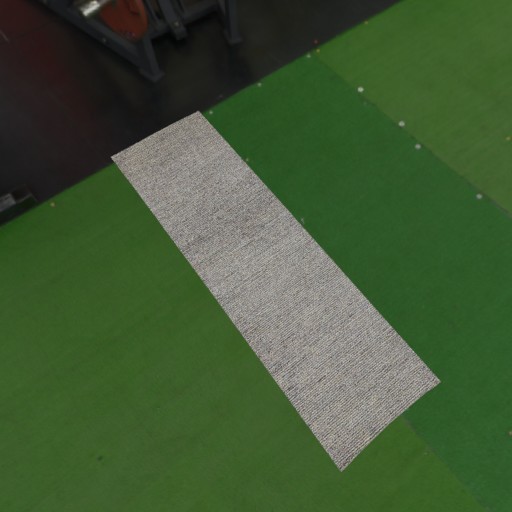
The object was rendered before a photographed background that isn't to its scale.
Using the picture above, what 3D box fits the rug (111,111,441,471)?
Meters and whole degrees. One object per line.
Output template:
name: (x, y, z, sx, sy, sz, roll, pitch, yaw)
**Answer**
rug: (0.000, 0.000, 2.624, 0.697, 0.013, 2.335, -33, 68, -15)
